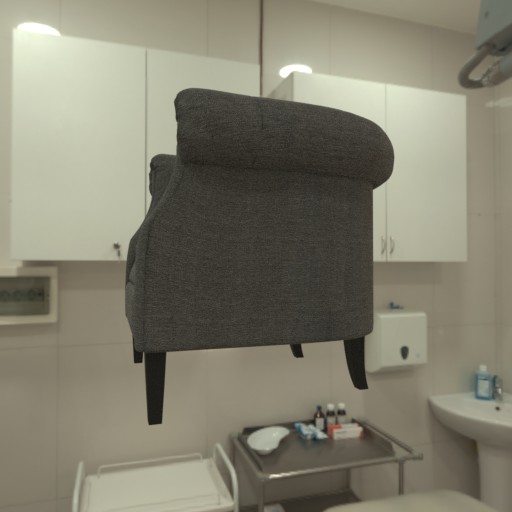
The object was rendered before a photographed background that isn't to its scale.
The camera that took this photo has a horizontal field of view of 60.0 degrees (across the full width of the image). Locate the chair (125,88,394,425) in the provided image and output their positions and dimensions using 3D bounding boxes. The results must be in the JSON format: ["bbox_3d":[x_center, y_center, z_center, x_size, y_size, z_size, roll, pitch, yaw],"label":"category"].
[{"bbox_3d":[0.000,0.000,1.530,0.852,0.827,0.905,0,-1,-18],"label":"chair"}]
